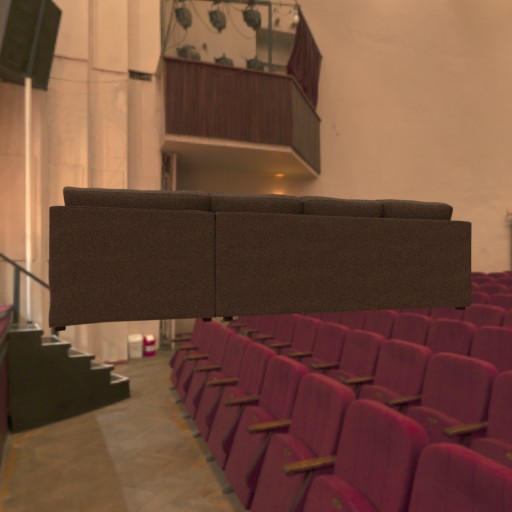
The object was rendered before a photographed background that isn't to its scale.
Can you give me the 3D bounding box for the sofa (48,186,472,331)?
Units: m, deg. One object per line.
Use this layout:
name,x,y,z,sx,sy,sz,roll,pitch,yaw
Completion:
sofa,0.000,0.000,3.890,3.205,0.922,1.650,0,-1,-19
